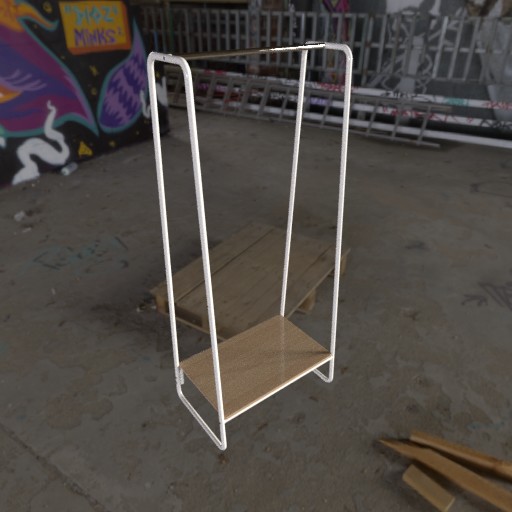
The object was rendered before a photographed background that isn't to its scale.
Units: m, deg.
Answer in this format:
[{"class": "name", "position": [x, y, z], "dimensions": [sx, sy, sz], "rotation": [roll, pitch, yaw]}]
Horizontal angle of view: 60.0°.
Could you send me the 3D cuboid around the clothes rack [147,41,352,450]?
[{"class": "clothes rack", "position": [0.000, 0.000, 1.757], "dimensions": [0.640, 1.500, 0.400], "rotation": [-21, 36, -32]}]
